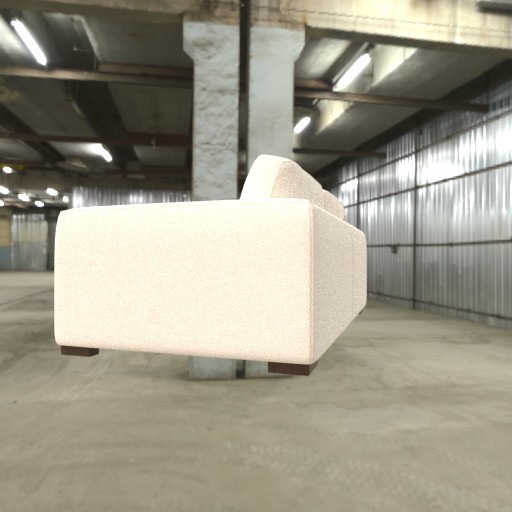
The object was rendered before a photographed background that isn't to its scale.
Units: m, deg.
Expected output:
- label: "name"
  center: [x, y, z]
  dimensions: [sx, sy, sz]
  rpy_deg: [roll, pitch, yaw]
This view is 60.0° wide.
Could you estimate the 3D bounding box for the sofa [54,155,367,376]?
- label: "sofa"
  center: [0.000, 0.000, 2.476]
  dimensions: [1.069, 0.801, 1.920]
  rpy_deg: [0, 0, 19]
